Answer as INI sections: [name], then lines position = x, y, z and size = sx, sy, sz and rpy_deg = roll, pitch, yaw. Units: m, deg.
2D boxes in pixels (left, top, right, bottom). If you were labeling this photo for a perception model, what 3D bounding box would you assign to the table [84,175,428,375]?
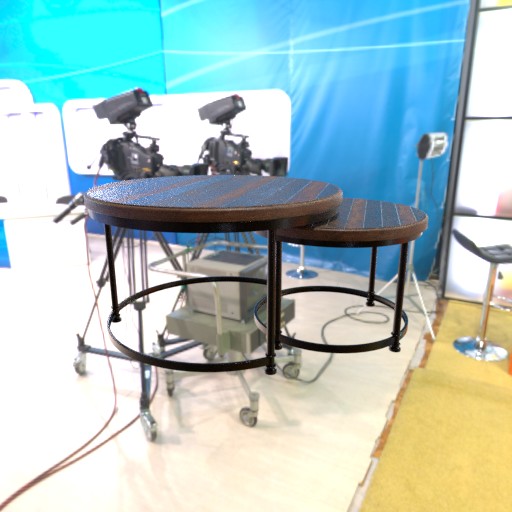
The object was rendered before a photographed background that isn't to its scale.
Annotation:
[table]
position = 0.000, 0.000, 1.644
size = 1.152, 0.516, 0.870
rpy_deg = -3, 16, -10
